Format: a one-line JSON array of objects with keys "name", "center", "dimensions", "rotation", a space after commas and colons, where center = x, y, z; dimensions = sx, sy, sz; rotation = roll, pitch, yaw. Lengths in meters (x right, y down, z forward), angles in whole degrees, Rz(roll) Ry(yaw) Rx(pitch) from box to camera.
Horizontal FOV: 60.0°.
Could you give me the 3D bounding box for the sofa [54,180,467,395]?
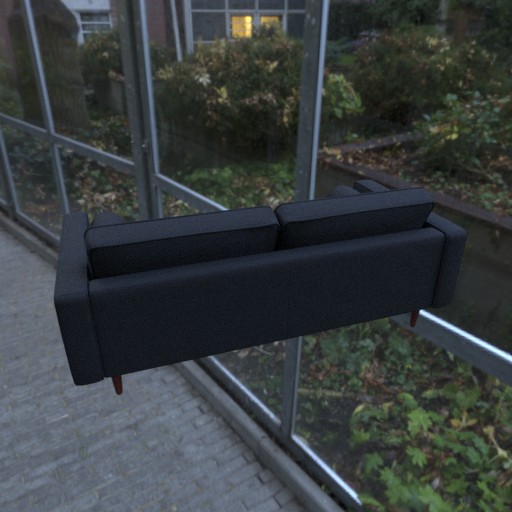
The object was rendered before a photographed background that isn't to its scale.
[{"name": "sofa", "center": [0.000, 0.000, 2.338], "dimensions": [1.875, 0.759, 0.914], "rotation": [-9, 28, -17]}]
